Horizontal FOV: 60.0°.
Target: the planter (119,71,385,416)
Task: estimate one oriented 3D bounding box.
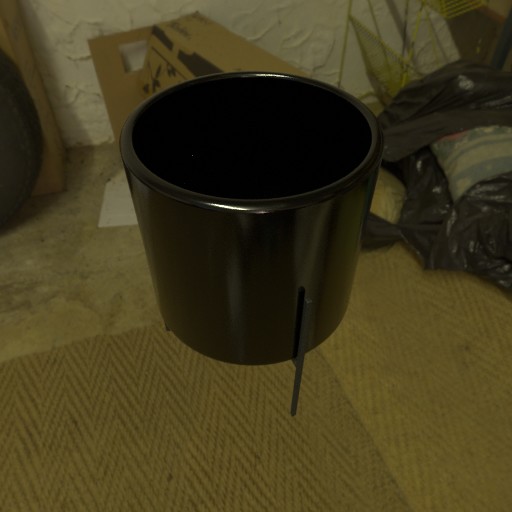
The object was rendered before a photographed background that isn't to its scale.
[{"bbox_3d":[0.000,0.000,0.661,0.310,0.432,0.310,-30,53,-26],"label":"planter"}]
